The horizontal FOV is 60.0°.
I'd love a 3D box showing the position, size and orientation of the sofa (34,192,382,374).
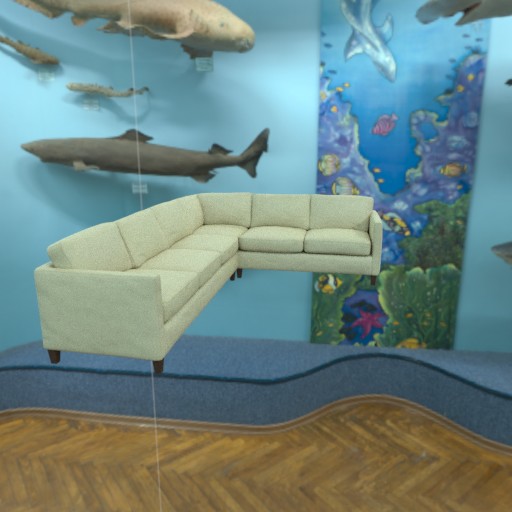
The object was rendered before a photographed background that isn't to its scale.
[{"bbox_3d":[0.000,0.000,4.419,2.593,0.947,3.302,3,14,10],"label":"sofa"}]
